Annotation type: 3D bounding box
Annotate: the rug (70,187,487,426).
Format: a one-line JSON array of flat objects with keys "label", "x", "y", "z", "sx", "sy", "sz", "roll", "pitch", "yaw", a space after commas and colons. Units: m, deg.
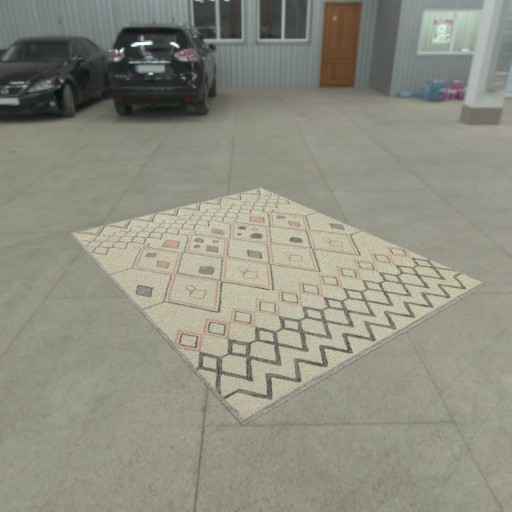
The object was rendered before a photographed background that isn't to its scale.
[{"label": "rug", "x": 0.000, "y": 0.000, "z": 4.050, "sx": 2.441, "sy": 0.016, "sz": 3.050, "roll": -19, "pitch": 33, "yaw": -32}]
